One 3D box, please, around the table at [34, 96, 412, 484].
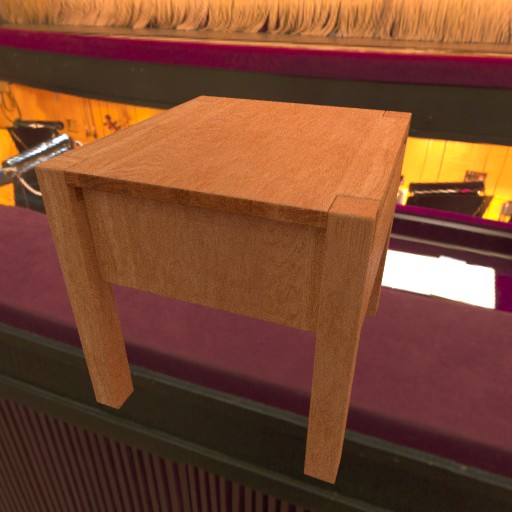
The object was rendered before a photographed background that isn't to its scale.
[{"bbox_3d":[0.000,0.000,0.819,0.440,0.450,0.480,11,33,18],"label":"table"}]
